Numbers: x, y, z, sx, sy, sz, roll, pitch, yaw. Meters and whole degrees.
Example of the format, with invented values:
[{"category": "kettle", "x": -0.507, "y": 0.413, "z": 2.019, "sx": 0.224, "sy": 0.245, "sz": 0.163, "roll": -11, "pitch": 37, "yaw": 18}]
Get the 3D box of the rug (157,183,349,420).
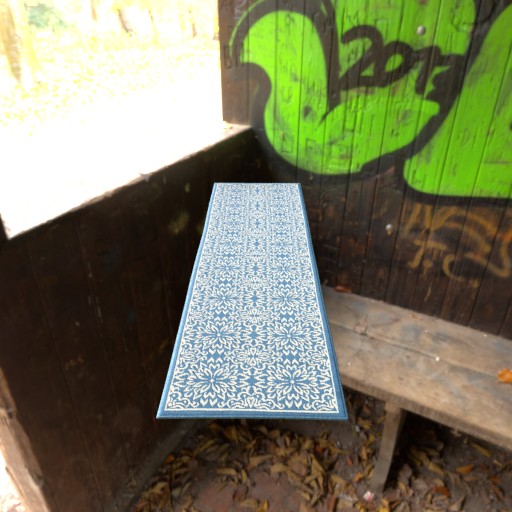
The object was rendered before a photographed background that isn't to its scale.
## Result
[{"category": "rug", "x": 0.000, "y": 0.000, "z": 2.464, "sx": 0.662, "sy": 0.011, "sz": 2.196, "roll": 0, "pitch": 31, "yaw": 1}]
